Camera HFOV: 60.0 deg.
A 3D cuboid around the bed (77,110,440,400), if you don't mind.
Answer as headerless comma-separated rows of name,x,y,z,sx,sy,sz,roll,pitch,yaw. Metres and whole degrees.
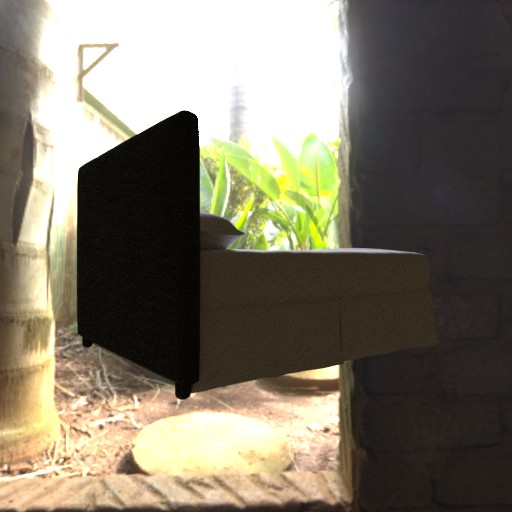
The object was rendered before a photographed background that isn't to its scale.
bed,0.000,0.000,3.269,2.142,1.330,1.723,0,0,-37
